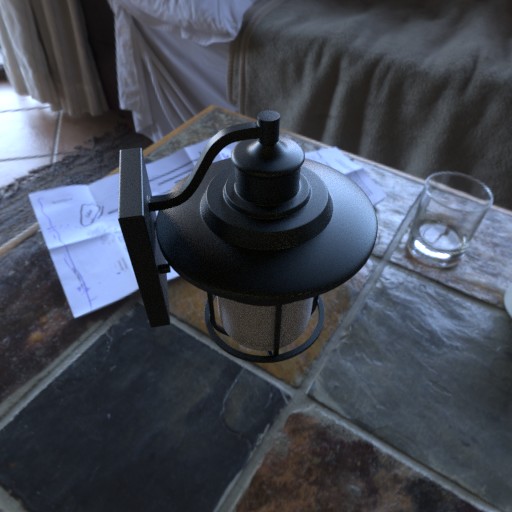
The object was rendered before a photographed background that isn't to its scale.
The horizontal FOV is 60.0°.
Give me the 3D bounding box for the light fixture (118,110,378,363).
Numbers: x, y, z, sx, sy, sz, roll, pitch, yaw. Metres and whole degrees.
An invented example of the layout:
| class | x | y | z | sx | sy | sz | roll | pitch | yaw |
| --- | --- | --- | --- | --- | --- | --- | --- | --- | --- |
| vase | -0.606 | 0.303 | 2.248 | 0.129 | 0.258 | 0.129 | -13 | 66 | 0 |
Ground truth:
| class | x | y | z | sx | sy | sz | roll | pitch | yaw |
| --- | --- | --- | --- | --- | --- | --- | --- | --- | --- |
| light fixture | 0.000 | 0.000 | 0.504 | 0.252 | 0.345 | 0.222 | -8 | 47 | -8 |
